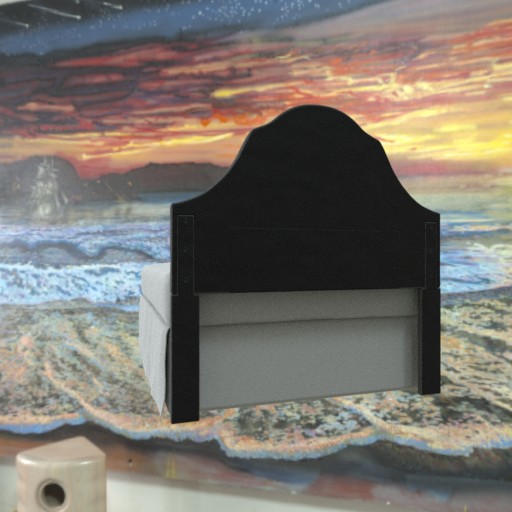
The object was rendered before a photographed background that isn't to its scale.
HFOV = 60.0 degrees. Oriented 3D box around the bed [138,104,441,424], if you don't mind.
[{"bbox_3d":[0.000,0.000,3.321,1.636,1.575,2.155,0,0,-18],"label":"bed"}]
